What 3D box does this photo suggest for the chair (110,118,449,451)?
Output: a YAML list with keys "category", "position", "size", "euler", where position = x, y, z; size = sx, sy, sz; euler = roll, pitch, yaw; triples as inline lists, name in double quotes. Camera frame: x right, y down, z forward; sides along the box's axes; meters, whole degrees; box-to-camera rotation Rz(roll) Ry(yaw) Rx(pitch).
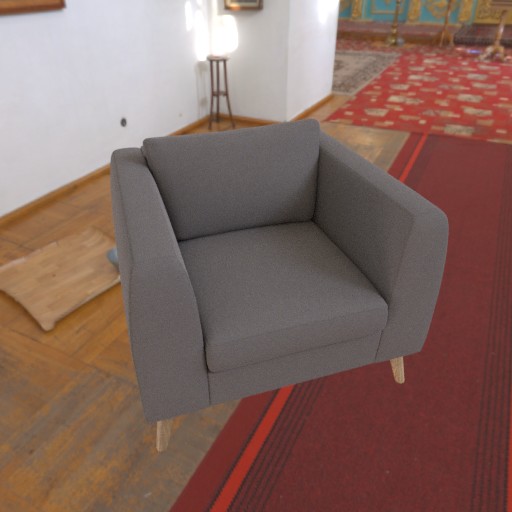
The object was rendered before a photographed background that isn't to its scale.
- category: "chair"
  position: [0.000, 0.000, 1.695]
  size: [1.000, 0.860, 0.930]
  euler: [-10, 34, -15]
